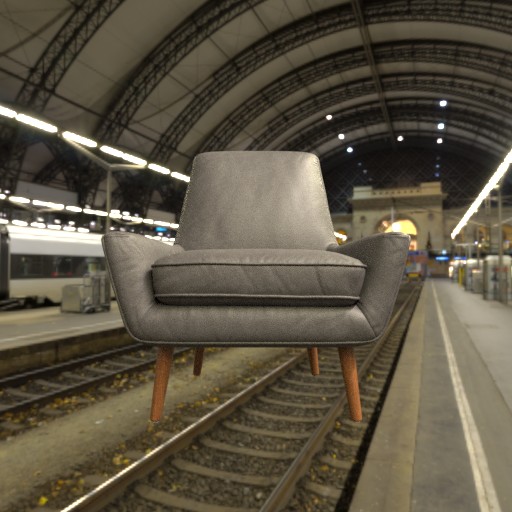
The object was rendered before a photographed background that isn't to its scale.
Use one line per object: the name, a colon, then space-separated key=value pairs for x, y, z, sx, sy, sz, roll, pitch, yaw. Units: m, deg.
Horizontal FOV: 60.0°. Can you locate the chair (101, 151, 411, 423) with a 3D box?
chair: x=0.000 y=0.000 z=1.501 sx=0.787 sy=0.888 sz=0.822 roll=0 pitch=-2 yaw=0
